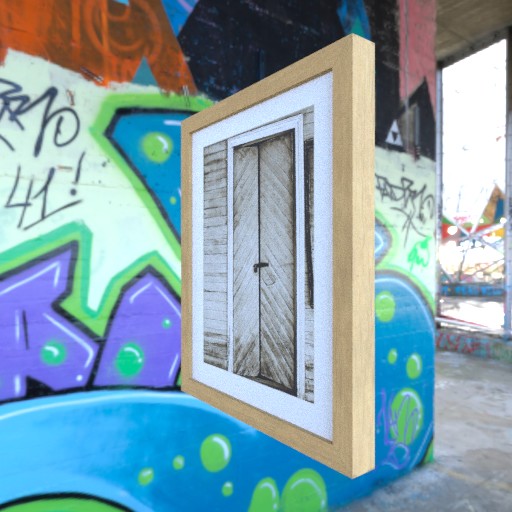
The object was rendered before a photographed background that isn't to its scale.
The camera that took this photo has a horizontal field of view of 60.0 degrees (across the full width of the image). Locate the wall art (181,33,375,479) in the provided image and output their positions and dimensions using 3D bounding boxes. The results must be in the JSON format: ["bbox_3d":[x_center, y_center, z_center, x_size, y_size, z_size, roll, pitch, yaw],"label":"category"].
[{"bbox_3d":[0.000,0.000,0.511,0.030,0.380,0.312,0,0,-37],"label":"wall art"}]
